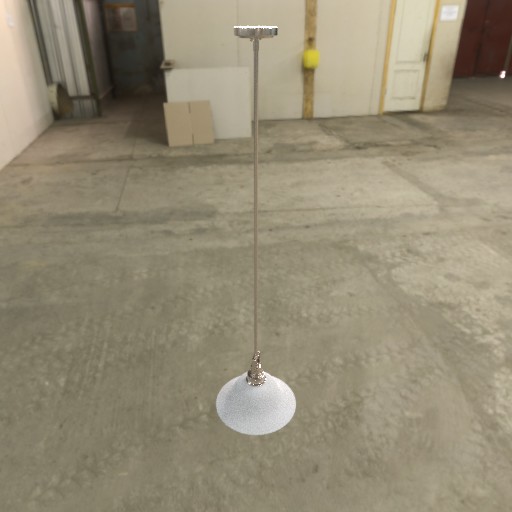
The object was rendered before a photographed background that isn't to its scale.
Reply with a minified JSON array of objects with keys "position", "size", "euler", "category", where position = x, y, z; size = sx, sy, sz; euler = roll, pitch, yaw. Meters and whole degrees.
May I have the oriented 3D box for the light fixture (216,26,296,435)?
[{"position":[0.000,0.000,1.475],"size":[0.324,1.354,0.324],"euler":[9,30,17],"category":"light fixture"}]
